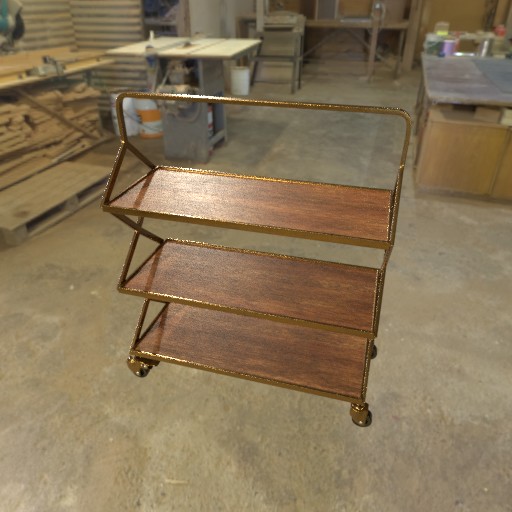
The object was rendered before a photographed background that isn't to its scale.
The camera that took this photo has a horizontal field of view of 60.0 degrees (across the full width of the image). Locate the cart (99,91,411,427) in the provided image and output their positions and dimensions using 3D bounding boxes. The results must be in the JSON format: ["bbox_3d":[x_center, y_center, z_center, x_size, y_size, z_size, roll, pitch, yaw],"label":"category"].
[{"bbox_3d":[0.000,0.000,1.190,0.723,0.805,0.313,8,32,14],"label":"cart"}]
